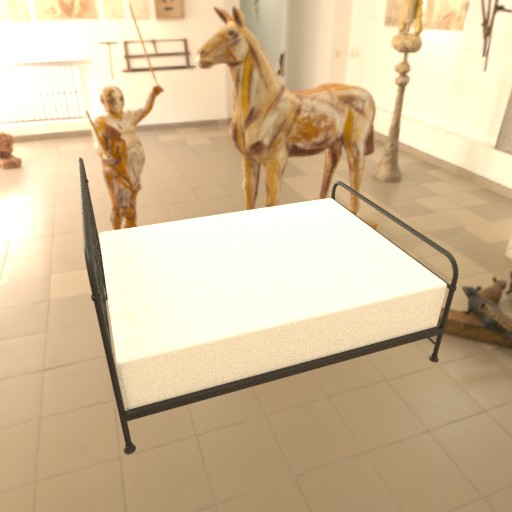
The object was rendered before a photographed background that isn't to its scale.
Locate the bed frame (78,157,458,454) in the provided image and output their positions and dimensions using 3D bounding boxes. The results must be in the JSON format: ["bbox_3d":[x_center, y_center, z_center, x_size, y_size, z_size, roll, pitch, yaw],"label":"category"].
[{"bbox_3d":[0.000,0.000,3.198,2.203,1.276,1.664,-10,31,-18],"label":"bed frame"}]
